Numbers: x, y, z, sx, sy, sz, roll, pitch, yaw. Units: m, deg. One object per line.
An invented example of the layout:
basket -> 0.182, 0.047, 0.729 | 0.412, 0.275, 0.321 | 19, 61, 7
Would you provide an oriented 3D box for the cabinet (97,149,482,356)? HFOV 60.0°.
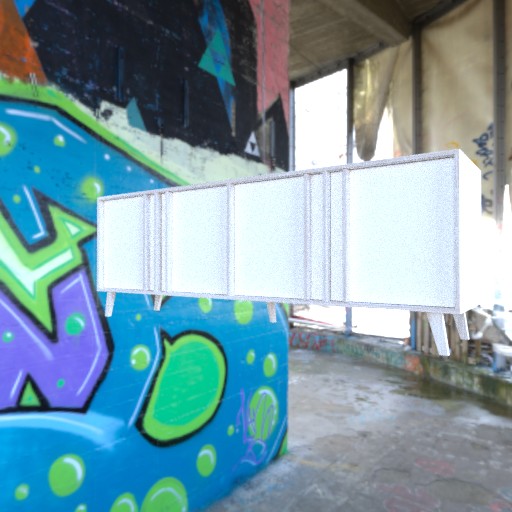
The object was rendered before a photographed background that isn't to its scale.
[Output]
cabinet -> 0.000, 0.000, 2.481 | 2.200, 0.780, 0.500 | 0, -1, 35
